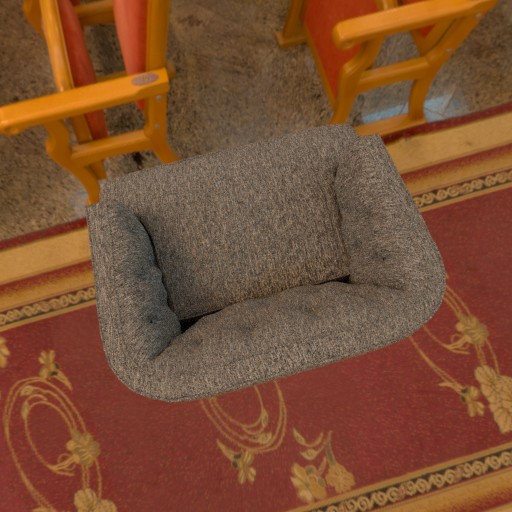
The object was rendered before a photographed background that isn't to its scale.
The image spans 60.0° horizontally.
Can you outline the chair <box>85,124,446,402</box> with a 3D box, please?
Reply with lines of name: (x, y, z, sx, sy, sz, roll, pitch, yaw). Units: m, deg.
chair: (0.000, 0.000, 1.745, 1.104, 0.852, 0.941, -15, 75, -4)
